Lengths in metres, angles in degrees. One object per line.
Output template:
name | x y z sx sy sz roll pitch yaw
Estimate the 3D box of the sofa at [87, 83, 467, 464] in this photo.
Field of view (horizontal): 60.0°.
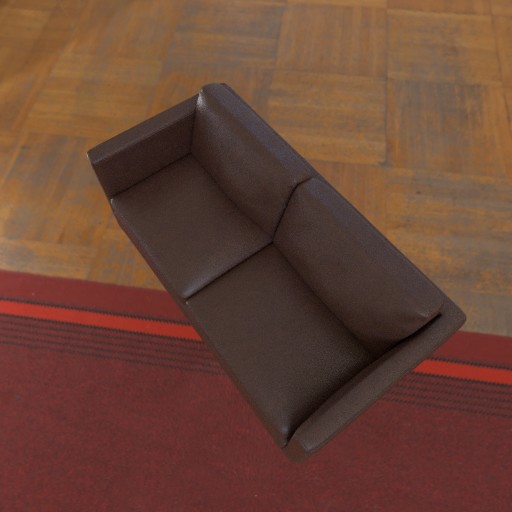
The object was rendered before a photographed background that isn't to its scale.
sofa | 0.000 0.000 2.401 0.951 0.933 1.883 -34 67 -17
